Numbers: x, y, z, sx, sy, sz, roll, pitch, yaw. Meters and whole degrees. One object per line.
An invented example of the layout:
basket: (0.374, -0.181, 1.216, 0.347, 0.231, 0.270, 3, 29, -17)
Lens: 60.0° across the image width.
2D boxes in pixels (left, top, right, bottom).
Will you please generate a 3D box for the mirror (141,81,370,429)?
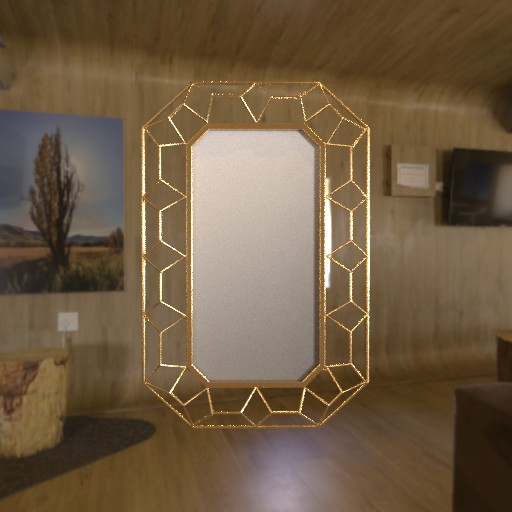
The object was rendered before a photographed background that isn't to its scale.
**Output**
mirror: (0.000, 0.000, 1.091, 0.572, 0.870, 0.051, 0, 1, -1)
